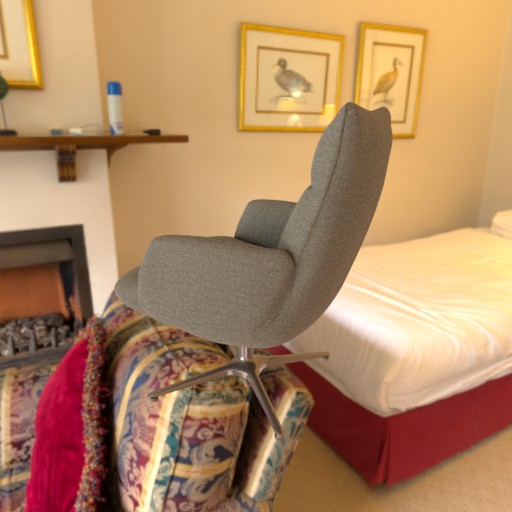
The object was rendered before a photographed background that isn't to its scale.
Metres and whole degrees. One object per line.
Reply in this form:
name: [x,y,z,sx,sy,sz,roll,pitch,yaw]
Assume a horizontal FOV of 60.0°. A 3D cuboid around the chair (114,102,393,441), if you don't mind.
chair: [0.000,0.000,1.535,0.831,0.984,0.702,8,19,23]
